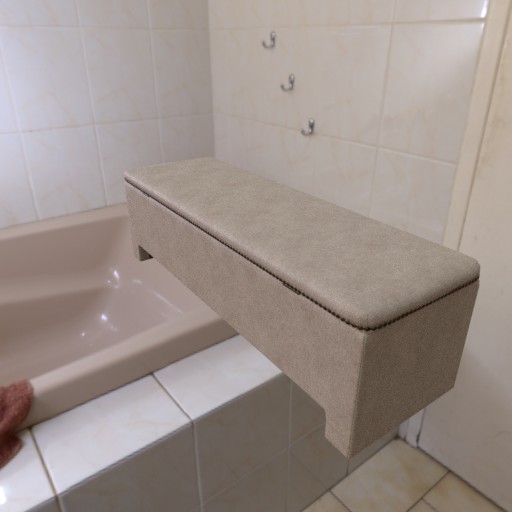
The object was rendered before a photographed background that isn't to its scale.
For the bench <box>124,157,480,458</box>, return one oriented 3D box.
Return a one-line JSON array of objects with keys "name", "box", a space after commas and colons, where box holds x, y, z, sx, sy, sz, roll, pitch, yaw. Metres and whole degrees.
[{"name": "bench", "box": [0.000, 0.000, 1.681, 0.470, 0.447, 1.482, -17, 31, -31]}]
